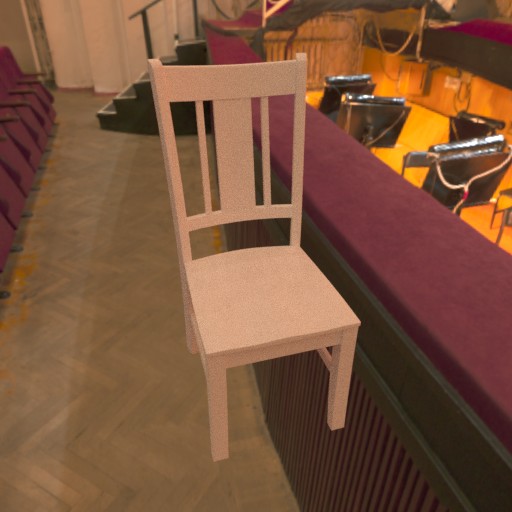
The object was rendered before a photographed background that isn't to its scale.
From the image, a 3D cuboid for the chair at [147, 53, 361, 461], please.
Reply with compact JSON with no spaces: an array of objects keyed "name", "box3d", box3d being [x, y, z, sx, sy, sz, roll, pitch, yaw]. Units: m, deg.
[{"name":"chair","box3d":[0.000,0.000,1.277,0.450,0.998,0.555,-9,33,-14]}]
